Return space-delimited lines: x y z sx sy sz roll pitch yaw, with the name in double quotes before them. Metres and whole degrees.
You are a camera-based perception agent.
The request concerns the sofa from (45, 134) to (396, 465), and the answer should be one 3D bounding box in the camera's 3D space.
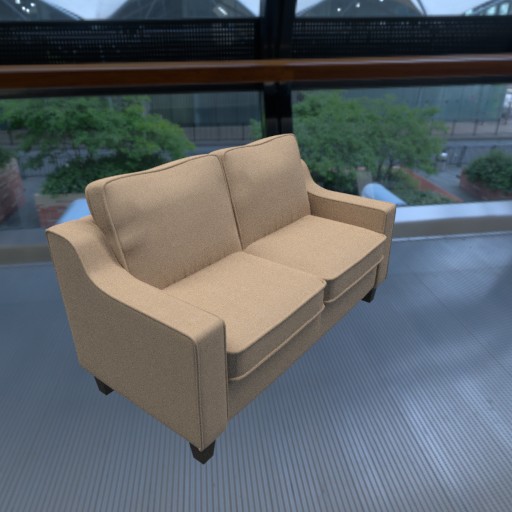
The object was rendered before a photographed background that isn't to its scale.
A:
"sofa" 0.000 0.000 3.507 1.351 1.562 2.587 18 31 33
